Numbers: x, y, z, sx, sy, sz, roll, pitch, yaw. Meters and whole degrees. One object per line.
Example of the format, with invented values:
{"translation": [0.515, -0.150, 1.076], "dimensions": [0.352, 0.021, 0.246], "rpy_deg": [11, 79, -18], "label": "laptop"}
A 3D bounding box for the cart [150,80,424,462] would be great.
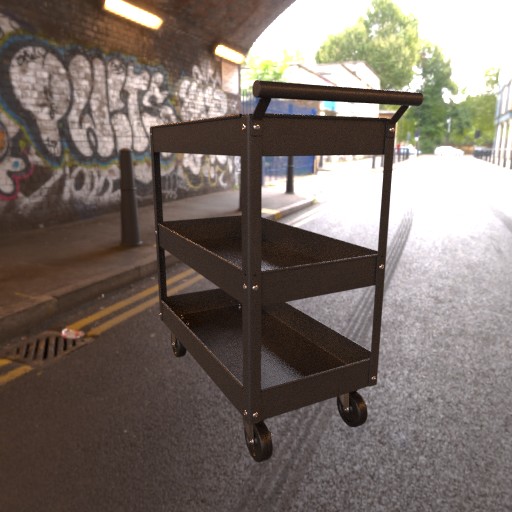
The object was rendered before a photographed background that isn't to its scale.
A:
{"translation": [0.000, 0.000, 1.188], "dimensions": [0.366, 0.780, 0.719], "rpy_deg": [-7, 16, -27], "label": "cart"}
